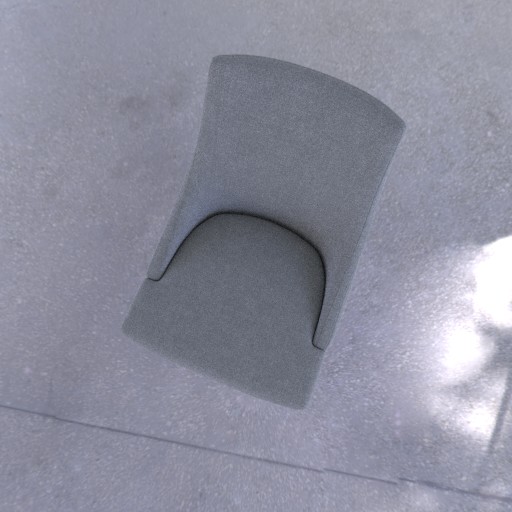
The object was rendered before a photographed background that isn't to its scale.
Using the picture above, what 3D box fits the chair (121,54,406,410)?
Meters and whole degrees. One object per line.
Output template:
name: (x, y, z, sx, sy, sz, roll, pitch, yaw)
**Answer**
chair: (0.000, 0.000, 1.501, 0.701, 0.909, 0.861, 22, 76, 6)
